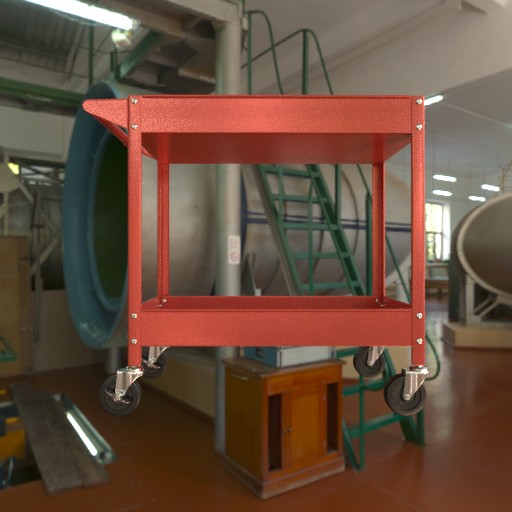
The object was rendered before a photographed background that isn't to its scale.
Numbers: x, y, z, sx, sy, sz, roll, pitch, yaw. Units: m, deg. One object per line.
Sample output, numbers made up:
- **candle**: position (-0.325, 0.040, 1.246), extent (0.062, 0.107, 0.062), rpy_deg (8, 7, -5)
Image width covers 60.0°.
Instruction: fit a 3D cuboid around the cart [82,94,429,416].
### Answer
- **cart**: position (0.000, 0.000, 1.152), extent (0.779, 0.719, 0.366), rpy_deg (0, 0, 0)
